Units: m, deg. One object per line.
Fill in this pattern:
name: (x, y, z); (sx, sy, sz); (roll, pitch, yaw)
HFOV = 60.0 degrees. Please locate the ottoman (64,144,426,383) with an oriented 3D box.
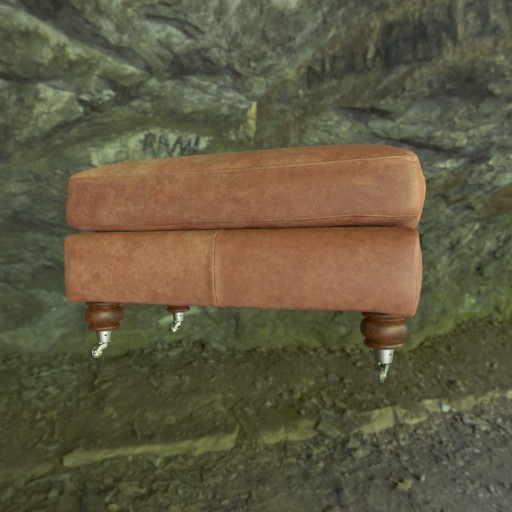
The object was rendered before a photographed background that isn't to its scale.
ottoman: (0.000, 0.000, 1.204); (0.852, 0.507, 0.565); (0, 0, 19)
